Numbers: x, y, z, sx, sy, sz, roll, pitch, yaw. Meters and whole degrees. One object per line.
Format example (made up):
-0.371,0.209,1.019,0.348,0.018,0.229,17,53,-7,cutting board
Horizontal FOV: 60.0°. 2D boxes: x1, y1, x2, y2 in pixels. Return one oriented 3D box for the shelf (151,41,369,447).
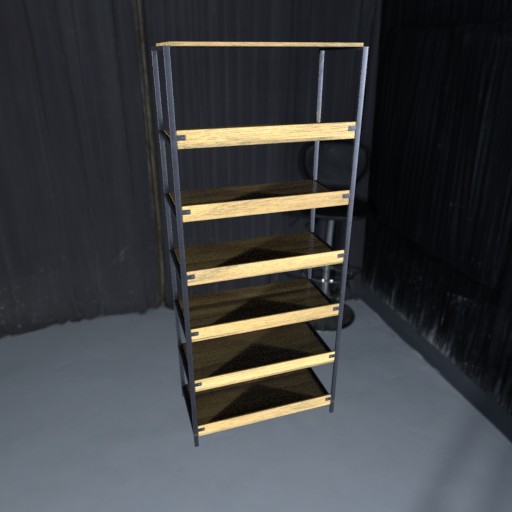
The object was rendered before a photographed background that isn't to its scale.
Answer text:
0.000,0.000,2.327,0.847,2.015,0.431,-8,26,-16,shelf
